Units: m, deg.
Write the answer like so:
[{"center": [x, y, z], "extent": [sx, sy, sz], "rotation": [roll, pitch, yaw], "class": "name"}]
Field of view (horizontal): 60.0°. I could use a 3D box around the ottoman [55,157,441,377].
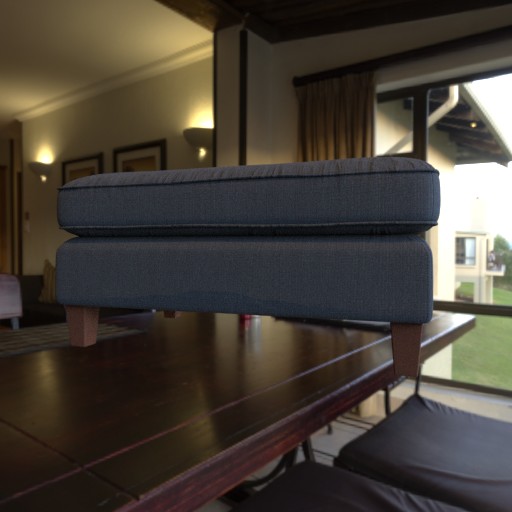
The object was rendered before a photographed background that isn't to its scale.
[{"center": [0.000, 0.000, 1.181], "extent": [0.885, 0.438, 0.570], "rotation": [1, 2, 19], "class": "ottoman"}]
